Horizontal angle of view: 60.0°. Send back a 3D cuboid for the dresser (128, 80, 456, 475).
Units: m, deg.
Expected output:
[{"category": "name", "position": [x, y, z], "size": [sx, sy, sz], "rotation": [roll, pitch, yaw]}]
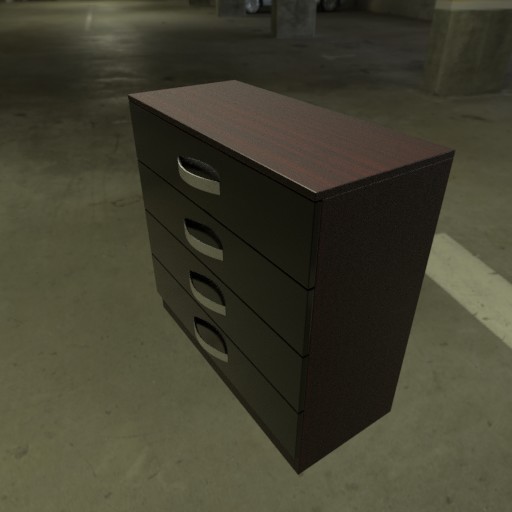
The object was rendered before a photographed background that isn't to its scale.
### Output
[{"category": "dresser", "position": [0.000, 0.000, 1.167], "size": [0.360, 0.720, 0.750], "rotation": [-20, 38, -28]}]
